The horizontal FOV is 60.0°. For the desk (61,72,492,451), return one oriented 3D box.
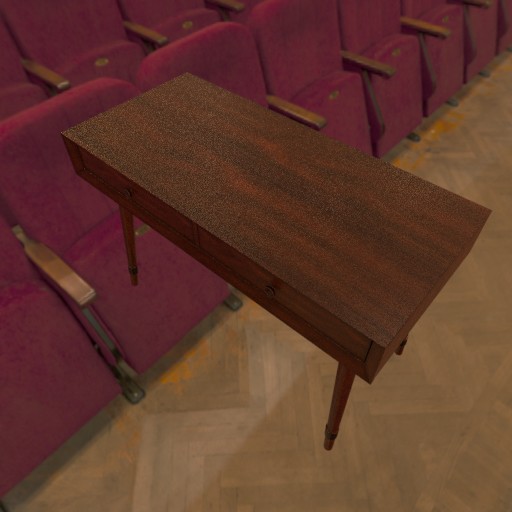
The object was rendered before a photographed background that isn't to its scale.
[{"bbox_3d":[0.000,0.000,2.110,1.577,1.031,0.734,33,56,26],"label":"desk"}]
